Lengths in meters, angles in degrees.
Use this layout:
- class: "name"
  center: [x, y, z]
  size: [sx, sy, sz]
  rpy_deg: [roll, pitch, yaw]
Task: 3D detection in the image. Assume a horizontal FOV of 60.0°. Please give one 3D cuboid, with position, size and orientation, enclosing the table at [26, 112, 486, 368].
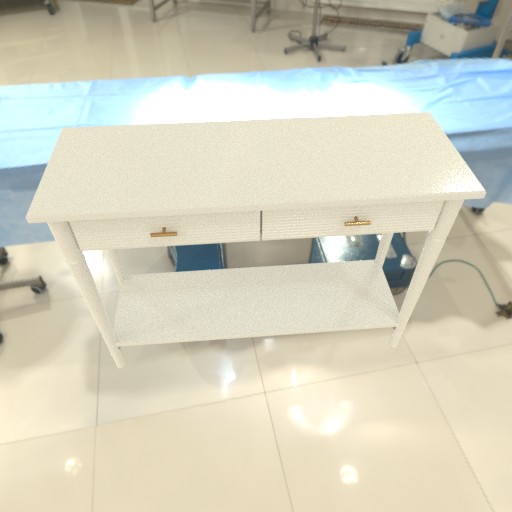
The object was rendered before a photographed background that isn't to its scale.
- class: "table"
  center: [0.000, 0.000, 1.420]
  size: [1.067, 0.749, 0.381]
  rpy_deg: [-3, 46, -3]
